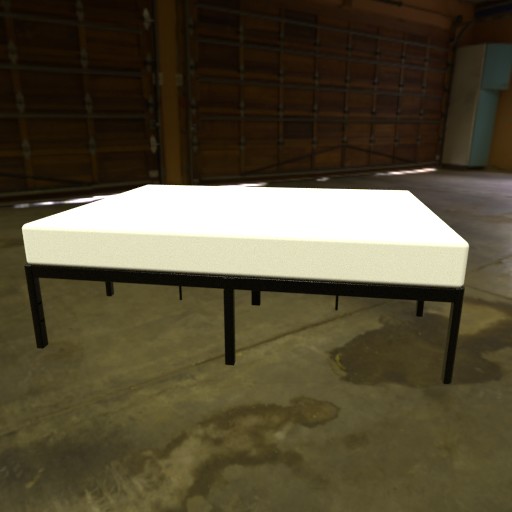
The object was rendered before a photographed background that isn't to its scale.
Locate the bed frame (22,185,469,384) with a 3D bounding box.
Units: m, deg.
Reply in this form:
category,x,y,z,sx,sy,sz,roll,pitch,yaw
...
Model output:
category,x,y,z,sx,sy,sz,roll,pitch,yaw
bed frame,0.000,0.000,2.784,2.072,0.659,1.557,3,17,9
